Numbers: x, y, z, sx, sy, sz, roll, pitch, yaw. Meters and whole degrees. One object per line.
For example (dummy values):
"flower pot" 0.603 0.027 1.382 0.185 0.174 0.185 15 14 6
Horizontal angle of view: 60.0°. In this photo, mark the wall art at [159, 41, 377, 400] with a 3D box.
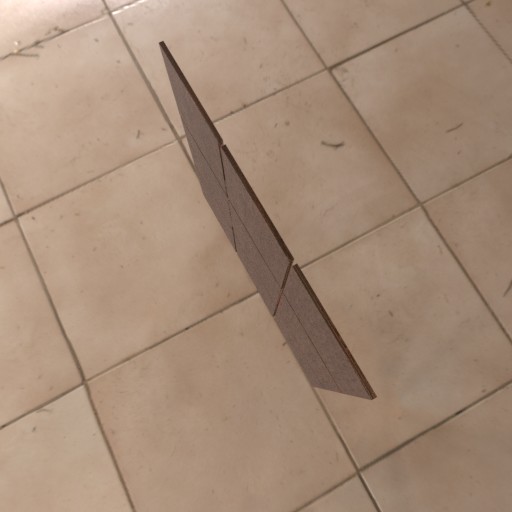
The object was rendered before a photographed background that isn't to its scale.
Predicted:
"wall art" 0.000 0.000 1.379 0.013 0.914 0.915 -28 77 -7
